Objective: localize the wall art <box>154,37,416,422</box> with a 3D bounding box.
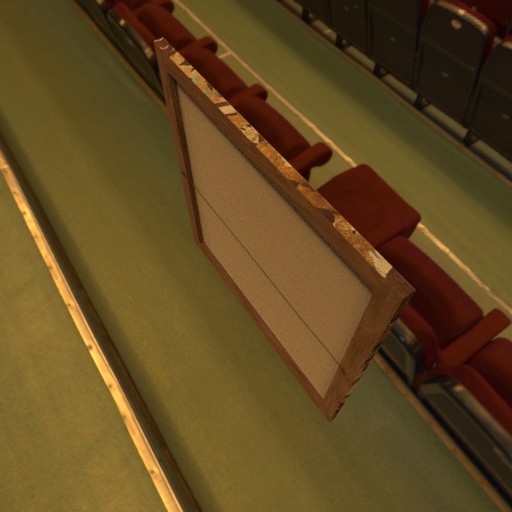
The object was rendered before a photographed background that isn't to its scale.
[{"bbox_3d":[0.000,0.000,1.110,0.028,0.762,0.757,-30,62,-18],"label":"wall art"}]
